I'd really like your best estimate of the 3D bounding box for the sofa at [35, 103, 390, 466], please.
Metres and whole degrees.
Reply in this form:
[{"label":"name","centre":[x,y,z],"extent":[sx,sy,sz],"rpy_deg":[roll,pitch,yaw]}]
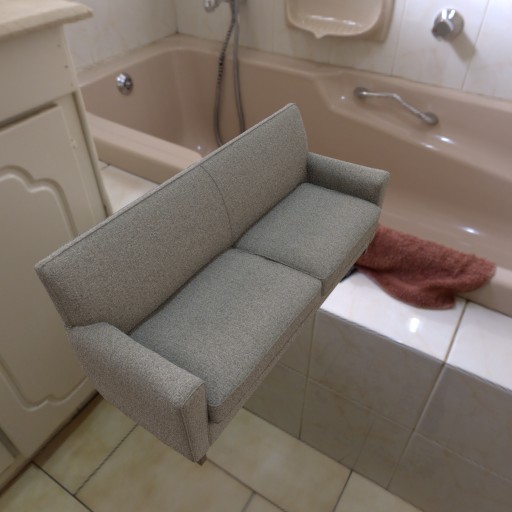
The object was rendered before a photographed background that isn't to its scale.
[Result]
[{"label":"sofa","centre":[0.000,0.000,2.511],"extent":[0.854,0.942,2.026],"rpy_deg":[24,47,25]}]
